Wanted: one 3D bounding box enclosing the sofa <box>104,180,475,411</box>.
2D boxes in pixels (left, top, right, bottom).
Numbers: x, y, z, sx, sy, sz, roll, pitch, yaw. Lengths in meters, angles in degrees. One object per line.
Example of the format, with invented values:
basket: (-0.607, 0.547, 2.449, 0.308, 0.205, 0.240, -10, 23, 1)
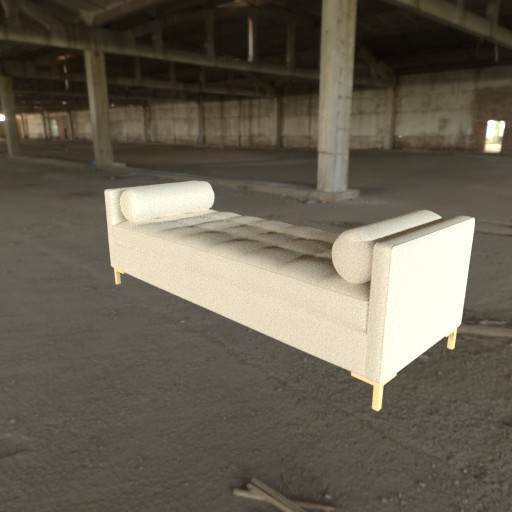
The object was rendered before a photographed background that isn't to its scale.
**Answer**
sofa: (0.000, 0.000, 2.421, 0.746, 0.641, 1.985, -15, 22, -43)
